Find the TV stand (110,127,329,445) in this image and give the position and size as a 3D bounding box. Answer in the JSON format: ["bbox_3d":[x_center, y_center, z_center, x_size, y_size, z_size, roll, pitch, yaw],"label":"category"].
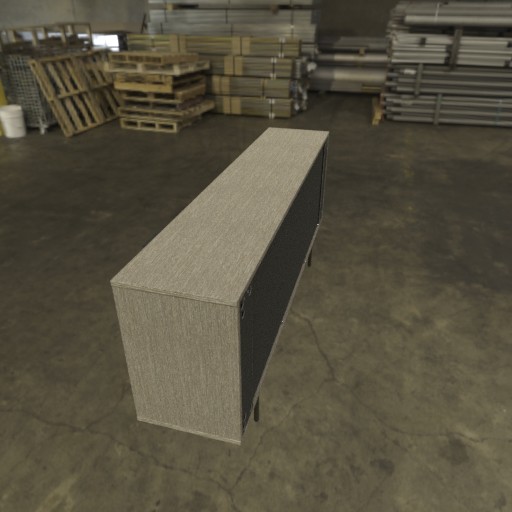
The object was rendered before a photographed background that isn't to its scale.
[{"bbox_3d":[0.000,0.000,2.150,0.405,0.787,1.804,8,31,14],"label":"TV stand"}]
